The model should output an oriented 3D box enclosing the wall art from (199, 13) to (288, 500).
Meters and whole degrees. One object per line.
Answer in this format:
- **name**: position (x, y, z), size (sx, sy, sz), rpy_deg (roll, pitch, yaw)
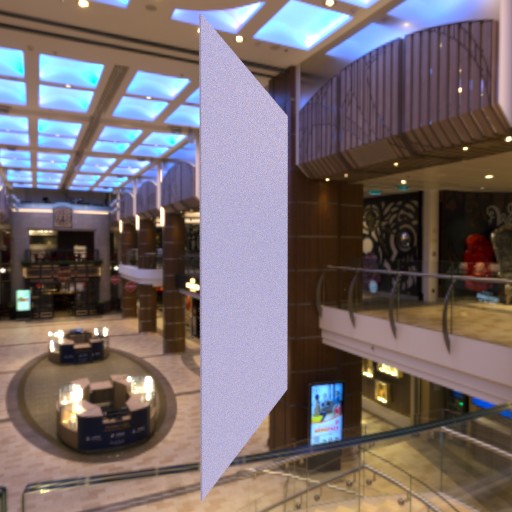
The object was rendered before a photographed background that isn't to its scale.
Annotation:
- **wall art**: position (0.000, 0.000, 0.772), size (0.003, 0.610, 0.457), rpy_deg (0, 1, 18)
